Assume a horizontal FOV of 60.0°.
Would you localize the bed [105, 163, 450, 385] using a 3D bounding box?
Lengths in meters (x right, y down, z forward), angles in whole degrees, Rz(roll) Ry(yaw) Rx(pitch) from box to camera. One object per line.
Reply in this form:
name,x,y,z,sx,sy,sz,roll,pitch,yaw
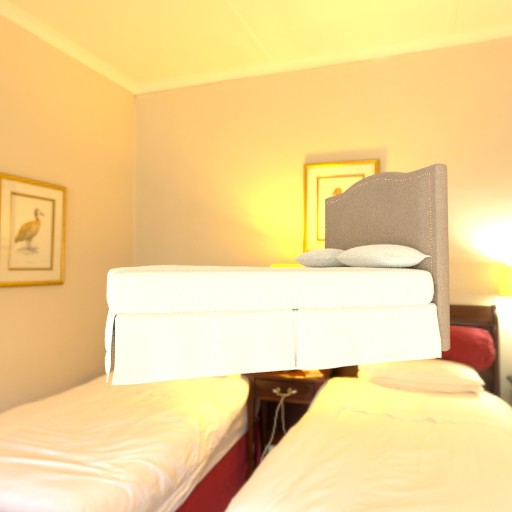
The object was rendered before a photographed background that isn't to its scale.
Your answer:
bed,0.000,0.000,3.542,2.282,1.436,1.821,0,-1,-18
